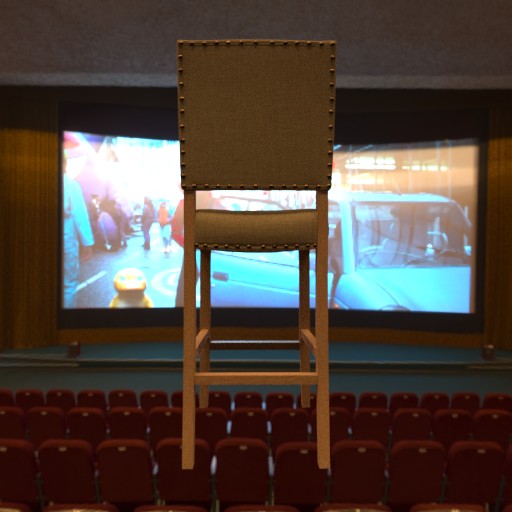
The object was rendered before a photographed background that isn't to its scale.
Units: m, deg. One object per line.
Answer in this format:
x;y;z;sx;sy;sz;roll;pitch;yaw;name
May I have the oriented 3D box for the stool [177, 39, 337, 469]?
0.000;0.000;1.465;0.445;1.173;0.585;0;0;-1;stool
